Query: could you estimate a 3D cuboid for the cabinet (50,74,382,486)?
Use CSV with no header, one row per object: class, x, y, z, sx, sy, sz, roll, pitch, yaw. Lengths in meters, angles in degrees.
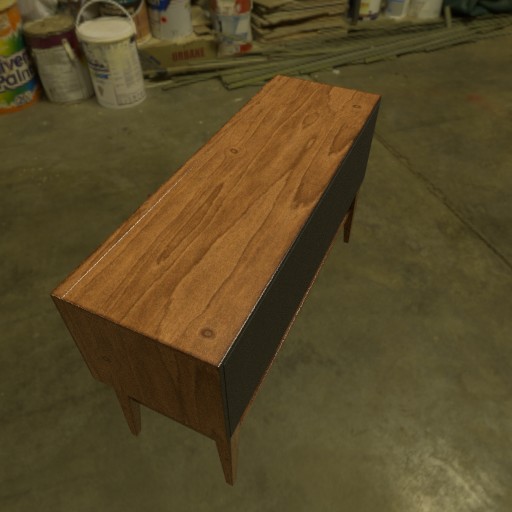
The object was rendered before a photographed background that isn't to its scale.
cabinet,0.000,0.000,1.716,0.477,0.802,1.363,19,49,17
